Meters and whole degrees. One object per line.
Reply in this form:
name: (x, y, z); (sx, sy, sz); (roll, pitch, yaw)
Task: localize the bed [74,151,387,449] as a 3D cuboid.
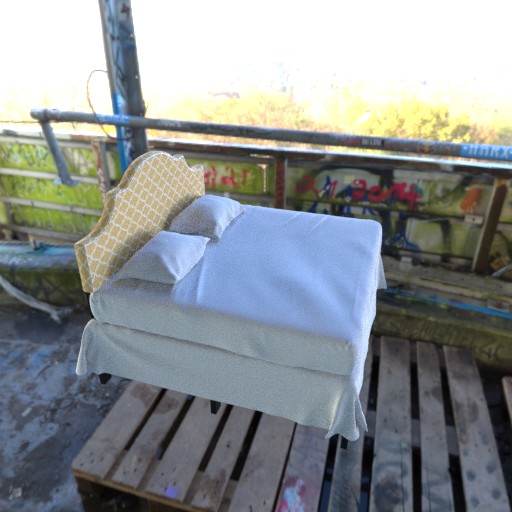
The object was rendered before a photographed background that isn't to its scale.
bed: (0.000, 0.000, 3.783); (2.222, 1.601, 2.314); (9, 30, 16)
